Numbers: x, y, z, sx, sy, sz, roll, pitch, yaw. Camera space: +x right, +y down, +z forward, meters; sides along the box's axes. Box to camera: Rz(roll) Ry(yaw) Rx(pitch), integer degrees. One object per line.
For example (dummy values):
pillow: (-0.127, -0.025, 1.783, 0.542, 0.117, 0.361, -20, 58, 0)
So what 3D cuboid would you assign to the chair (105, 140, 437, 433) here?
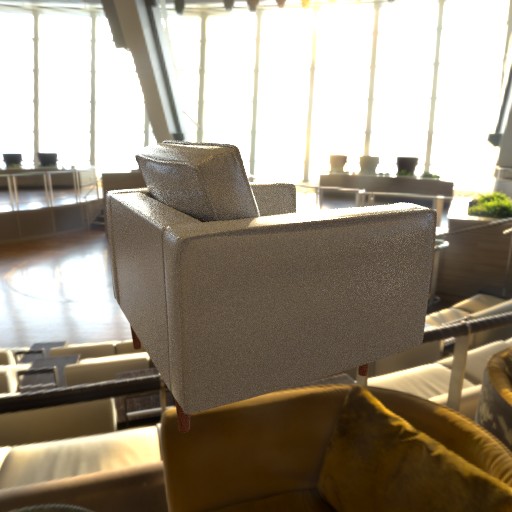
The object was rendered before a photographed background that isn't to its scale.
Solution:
chair: (0.000, 0.000, 1.535, 0.843, 0.773, 0.928, -8, 17, -27)
